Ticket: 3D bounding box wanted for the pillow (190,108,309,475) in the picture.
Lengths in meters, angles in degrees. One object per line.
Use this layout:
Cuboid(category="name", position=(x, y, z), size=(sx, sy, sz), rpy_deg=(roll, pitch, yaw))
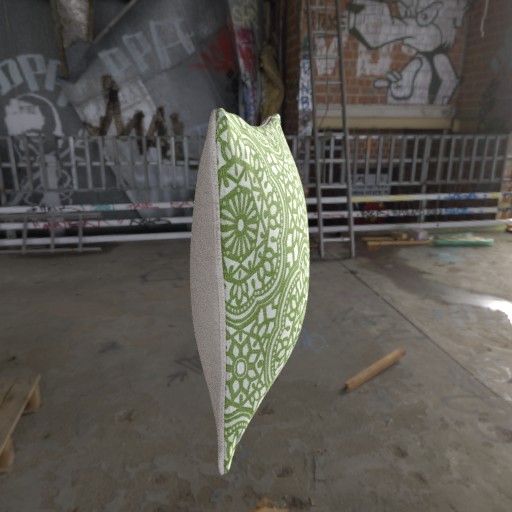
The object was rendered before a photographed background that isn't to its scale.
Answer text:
Cuboid(category="pillow", position=(0.000, 0.000, 0.674), size=(0.162, 0.419, 0.440), rpy_deg=(3, 17, 10))
